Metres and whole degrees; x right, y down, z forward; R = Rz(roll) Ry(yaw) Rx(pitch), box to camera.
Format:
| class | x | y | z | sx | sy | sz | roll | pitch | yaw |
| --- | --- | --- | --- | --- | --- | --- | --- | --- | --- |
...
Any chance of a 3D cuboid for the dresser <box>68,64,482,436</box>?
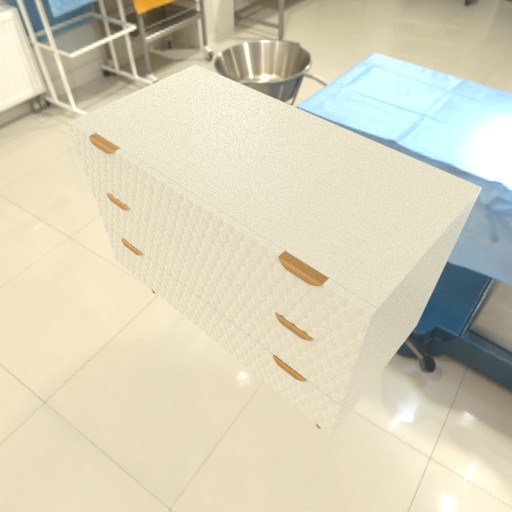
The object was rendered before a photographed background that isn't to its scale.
| class | x | y | z | sx | sy | sz | roll | pitch | yaw |
| --- | --- | --- | --- | --- | --- | --- | --- | --- | --- |
| dresser | 0.000 | 0.000 | 1.313 | 0.905 | 0.721 | 0.457 | 33 | 55 | 27 |
